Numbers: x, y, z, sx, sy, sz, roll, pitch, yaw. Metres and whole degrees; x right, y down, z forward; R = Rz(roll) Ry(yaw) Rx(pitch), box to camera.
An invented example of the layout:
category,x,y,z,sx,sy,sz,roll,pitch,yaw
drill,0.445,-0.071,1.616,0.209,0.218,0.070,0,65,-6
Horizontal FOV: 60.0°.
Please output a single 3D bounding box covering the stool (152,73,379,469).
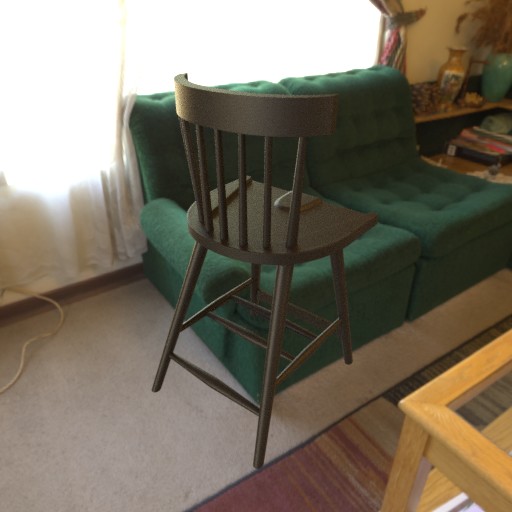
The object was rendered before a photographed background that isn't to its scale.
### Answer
category,x,y,z,sx,sy,sz,roll,pitch,yaw
stool,0.000,0.000,1.285,0.494,0.953,0.549,22,37,33
